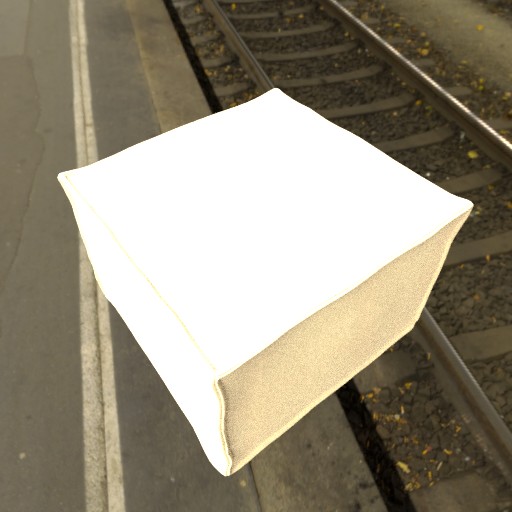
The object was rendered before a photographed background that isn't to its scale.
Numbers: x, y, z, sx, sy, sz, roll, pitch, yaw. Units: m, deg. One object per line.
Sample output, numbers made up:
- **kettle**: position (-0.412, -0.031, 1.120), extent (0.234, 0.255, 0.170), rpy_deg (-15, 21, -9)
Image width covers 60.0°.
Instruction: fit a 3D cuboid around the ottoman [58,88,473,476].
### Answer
- **ottoman**: position (0.000, 0.000, 1.139), extent (0.707, 0.470, 0.696), rpy_deg (-30, 54, -25)
